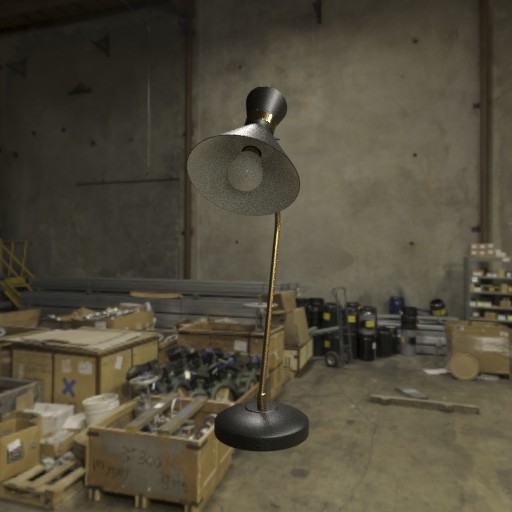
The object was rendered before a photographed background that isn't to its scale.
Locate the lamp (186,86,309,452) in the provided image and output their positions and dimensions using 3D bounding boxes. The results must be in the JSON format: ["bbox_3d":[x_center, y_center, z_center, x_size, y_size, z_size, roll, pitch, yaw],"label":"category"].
[{"bbox_3d":[0.000,0.000,0.788,0.189,0.647,0.292,0,-1,19],"label":"lamp"}]
